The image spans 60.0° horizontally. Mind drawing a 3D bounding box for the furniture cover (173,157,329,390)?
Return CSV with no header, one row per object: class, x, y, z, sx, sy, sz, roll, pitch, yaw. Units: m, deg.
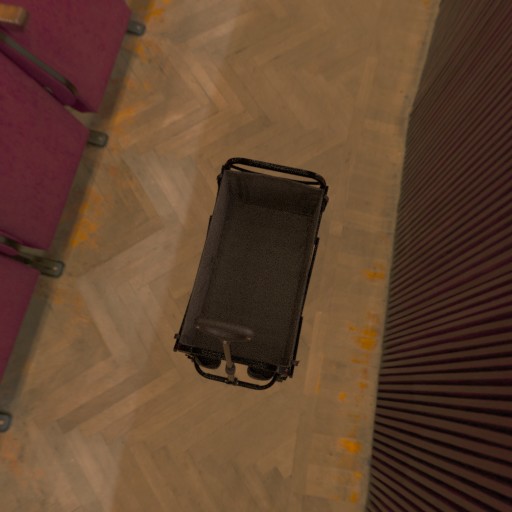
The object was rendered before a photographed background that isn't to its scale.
furniture cover,0.000,0.000,1.808,0.532,1.295,1.038,12,74,3
